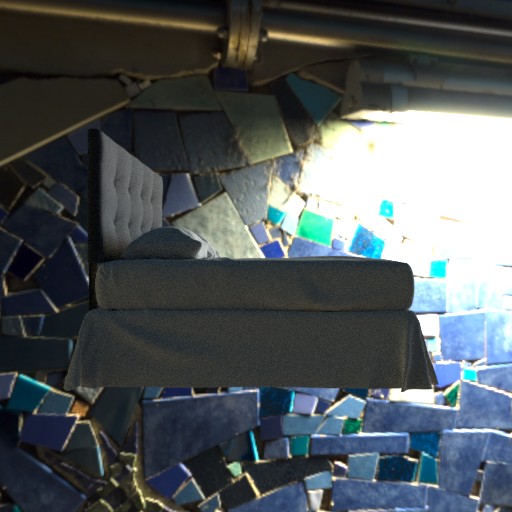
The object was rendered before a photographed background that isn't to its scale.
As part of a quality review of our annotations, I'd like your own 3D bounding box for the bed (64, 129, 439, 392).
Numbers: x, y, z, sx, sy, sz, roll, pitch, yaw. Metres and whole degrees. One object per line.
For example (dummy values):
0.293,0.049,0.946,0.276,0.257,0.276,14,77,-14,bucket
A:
0.000,0.000,3.510,2.222,1.577,1.936,0,0,1,bed
